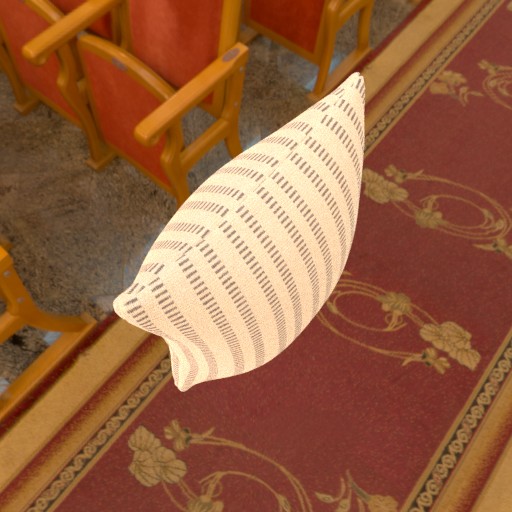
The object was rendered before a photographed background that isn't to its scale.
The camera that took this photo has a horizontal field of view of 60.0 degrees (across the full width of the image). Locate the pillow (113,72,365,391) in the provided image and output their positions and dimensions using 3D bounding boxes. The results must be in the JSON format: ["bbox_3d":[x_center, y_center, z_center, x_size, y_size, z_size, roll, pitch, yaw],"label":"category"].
[{"bbox_3d":[0.000,0.000,0.694,0.247,0.419,0.438,37,69,17],"label":"pillow"}]
